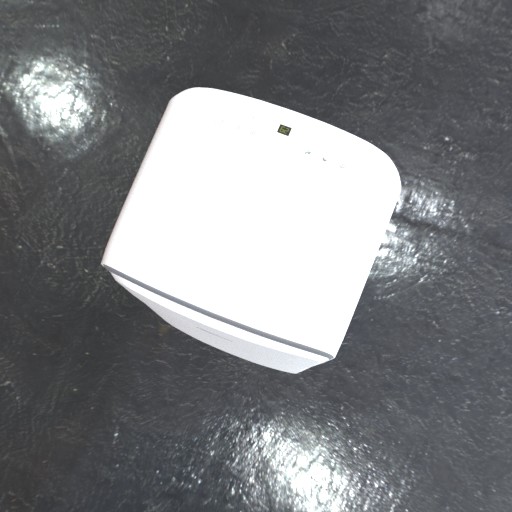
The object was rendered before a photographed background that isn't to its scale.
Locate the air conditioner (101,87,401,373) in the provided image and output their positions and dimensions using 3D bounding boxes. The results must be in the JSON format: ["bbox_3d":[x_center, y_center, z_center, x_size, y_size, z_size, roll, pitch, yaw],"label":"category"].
[{"bbox_3d":[0.000,0.000,1.076,0.478,0.765,0.467,21,77,5],"label":"air conditioner"}]
